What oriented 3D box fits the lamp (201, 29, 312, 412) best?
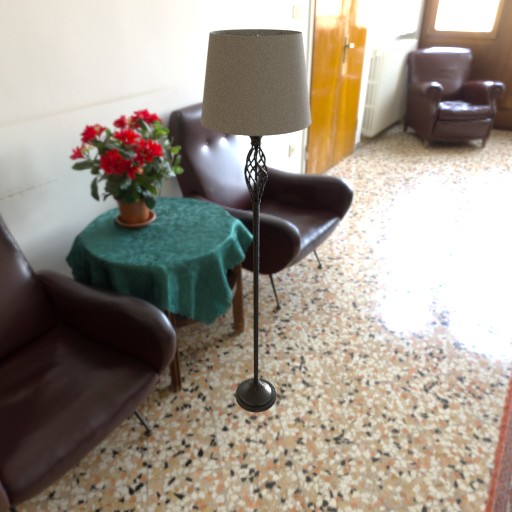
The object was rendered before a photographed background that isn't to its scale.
[{"bbox_3d":[0.000,0.000,1.796,0.379,1.623,0.379,0,31,0],"label":"lamp"}]
